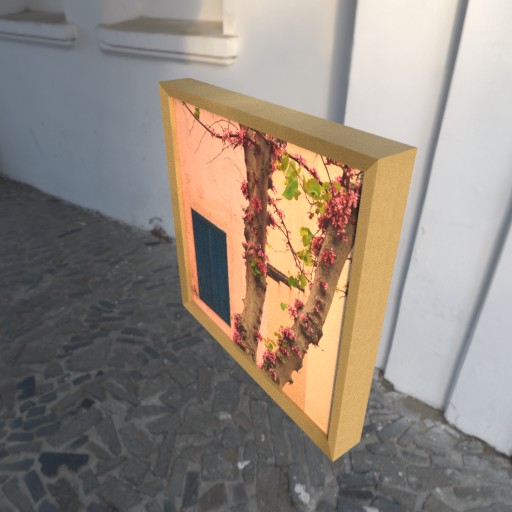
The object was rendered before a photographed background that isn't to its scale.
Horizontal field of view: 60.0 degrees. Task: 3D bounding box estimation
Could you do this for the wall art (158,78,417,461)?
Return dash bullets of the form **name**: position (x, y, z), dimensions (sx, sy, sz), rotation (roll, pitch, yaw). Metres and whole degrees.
- **wall art**: position (0.000, 0.000, 0.464), dimensions (0.038, 0.305, 0.304), rotation (-21, 38, -30)
